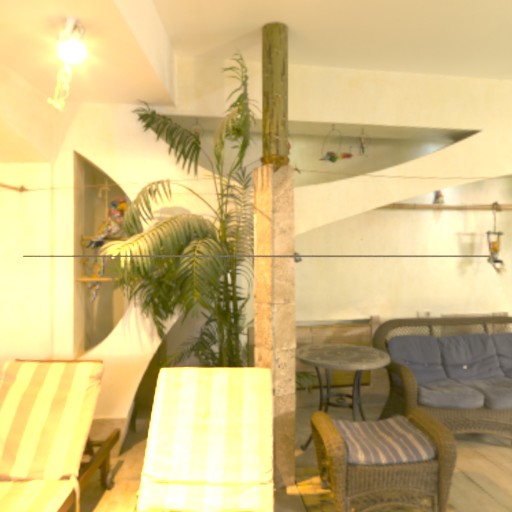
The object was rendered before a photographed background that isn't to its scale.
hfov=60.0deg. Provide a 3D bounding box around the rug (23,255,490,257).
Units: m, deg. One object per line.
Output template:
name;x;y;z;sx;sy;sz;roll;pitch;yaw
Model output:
rug;0.000;0.000;2.910;2.235;0.008;1.600;0;0;-1
